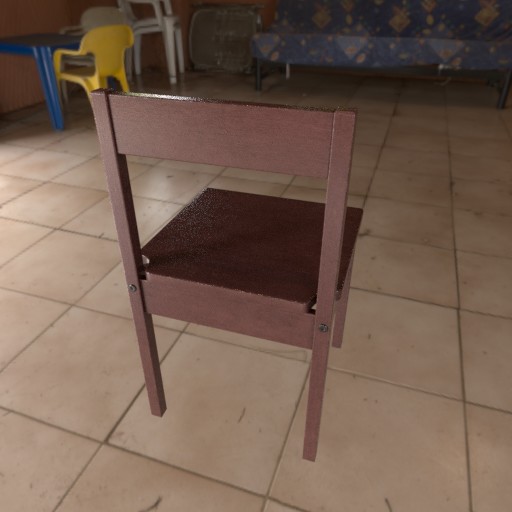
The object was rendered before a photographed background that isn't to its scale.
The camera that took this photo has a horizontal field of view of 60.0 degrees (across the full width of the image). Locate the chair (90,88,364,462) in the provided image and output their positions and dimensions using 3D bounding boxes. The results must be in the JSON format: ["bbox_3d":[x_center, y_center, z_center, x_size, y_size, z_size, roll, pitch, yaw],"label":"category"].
[{"bbox_3d":[0.000,0.000,0.870,0.367,0.668,0.361,10,34,15],"label":"chair"}]
